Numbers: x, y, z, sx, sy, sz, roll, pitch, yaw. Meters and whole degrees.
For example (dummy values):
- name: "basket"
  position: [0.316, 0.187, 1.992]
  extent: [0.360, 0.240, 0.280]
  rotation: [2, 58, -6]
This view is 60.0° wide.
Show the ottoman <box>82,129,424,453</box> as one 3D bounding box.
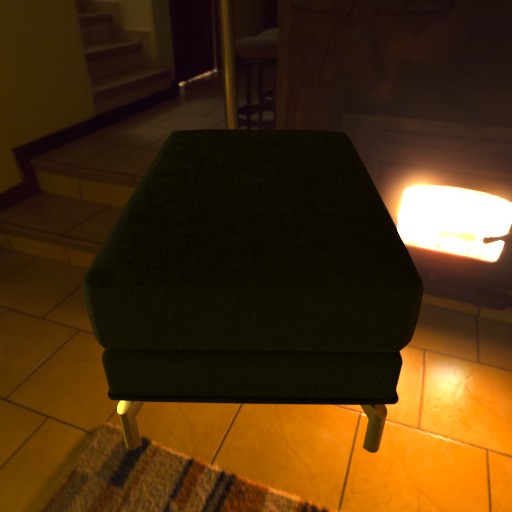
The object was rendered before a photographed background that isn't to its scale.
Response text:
- name: "ottoman"
  position: [0.000, 0.000, 1.177]
  extent: [0.587, 0.498, 0.835]
  rotation: [1, 32, 1]
